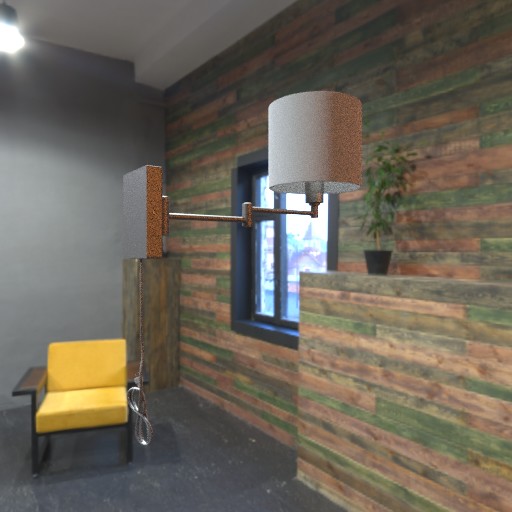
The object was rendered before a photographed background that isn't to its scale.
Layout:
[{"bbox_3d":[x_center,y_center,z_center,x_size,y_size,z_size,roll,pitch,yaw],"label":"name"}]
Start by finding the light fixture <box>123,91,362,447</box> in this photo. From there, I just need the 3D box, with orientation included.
[{"bbox_3d":[0.000,0.000,0.892,0.516,0.651,0.203,0,1,-35],"label":"light fixture"}]
